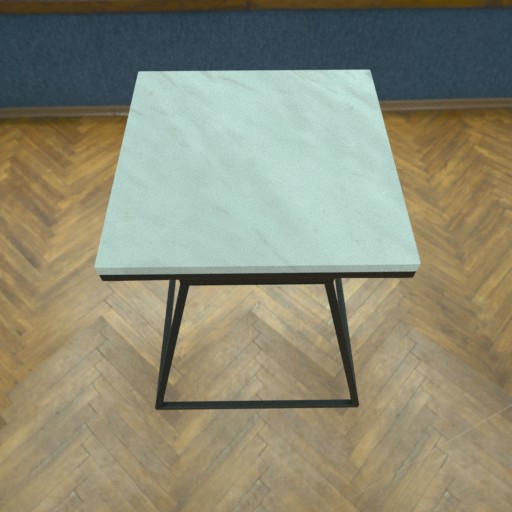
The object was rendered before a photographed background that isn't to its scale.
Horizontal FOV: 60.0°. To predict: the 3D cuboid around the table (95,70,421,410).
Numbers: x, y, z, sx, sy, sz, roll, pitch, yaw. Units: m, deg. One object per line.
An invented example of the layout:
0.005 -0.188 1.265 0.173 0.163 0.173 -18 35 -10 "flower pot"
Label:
0.000 0.000 0.892 0.455 0.559 0.455 -1 56 0 "table"
